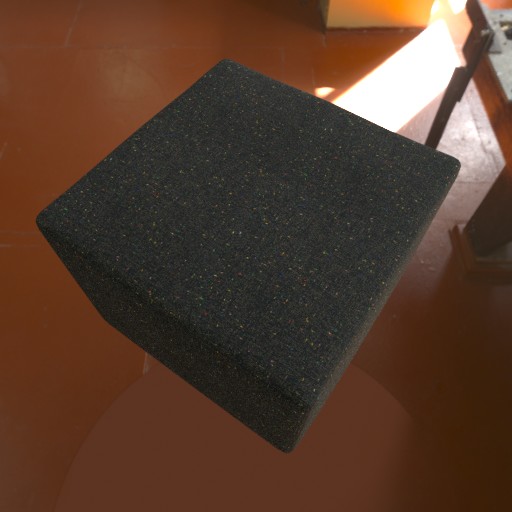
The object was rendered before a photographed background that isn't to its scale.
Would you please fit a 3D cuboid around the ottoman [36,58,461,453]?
[{"bbox_3d":[0.000,0.000,0.870,0.508,0.432,0.508,31,63,18],"label":"ottoman"}]
